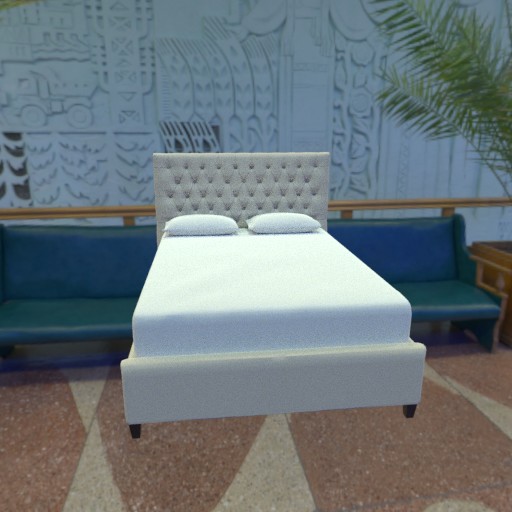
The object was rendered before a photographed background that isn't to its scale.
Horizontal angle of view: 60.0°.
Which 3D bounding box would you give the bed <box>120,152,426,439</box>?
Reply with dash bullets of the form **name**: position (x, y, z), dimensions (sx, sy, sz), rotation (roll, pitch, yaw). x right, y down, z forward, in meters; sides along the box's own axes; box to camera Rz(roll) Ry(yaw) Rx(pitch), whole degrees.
- **bed**: position (0.000, 0.000, 3.369), dimensions (1.696, 1.426, 2.233), rotation (-2, 16, -6)
